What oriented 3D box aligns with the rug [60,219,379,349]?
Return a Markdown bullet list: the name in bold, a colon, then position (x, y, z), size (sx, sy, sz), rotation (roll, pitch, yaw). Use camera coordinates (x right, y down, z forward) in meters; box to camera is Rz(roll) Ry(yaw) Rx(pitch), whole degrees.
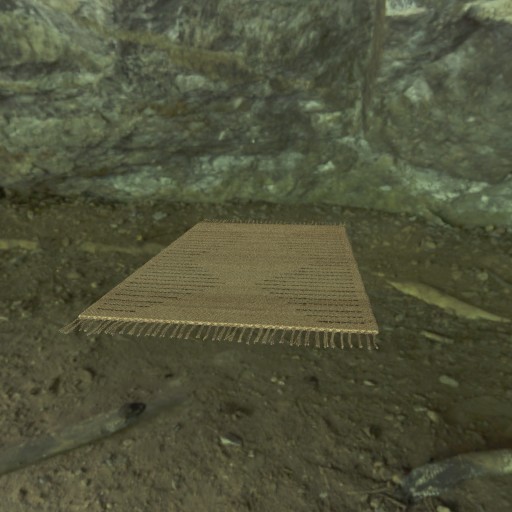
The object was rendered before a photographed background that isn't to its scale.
- **rug**: position (0.000, 0.000, 2.000), size (0.905, 0.017, 1.718), rotation (2, 15, 7)
